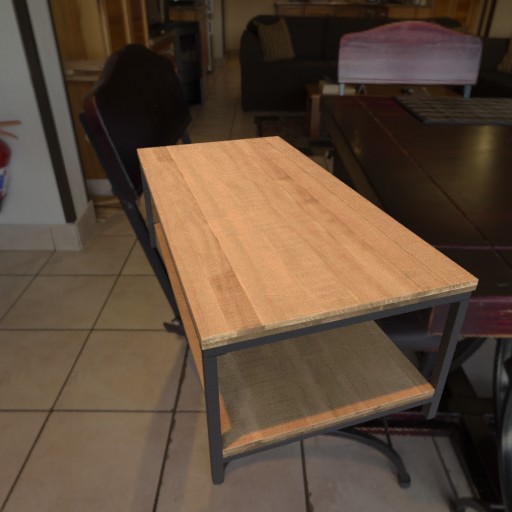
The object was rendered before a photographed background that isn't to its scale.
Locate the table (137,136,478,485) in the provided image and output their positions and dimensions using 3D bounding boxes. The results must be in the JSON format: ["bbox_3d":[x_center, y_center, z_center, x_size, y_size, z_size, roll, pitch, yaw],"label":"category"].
[{"bbox_3d":[0.000,0.000,1.342,0.551,0.399,1.100,-9,31,-16],"label":"table"}]
